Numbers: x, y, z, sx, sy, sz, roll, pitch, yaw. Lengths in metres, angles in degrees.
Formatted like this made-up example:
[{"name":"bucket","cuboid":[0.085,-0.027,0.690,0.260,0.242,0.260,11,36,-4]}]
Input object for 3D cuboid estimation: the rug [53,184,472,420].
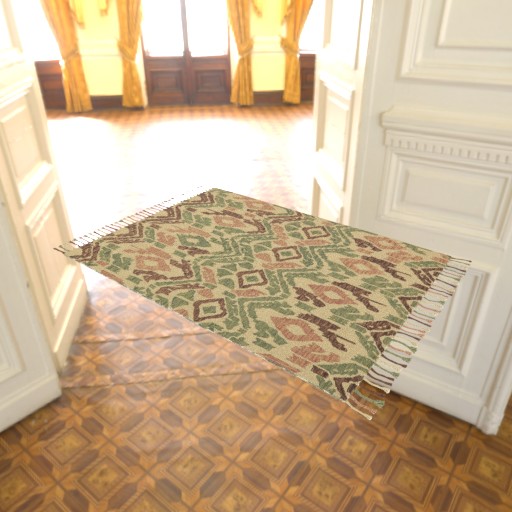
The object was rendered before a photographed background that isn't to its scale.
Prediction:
[{"name":"rug","cuboid":[0.000,0.000,2.283,1.829,0.010,1.219,21,36,31]}]
